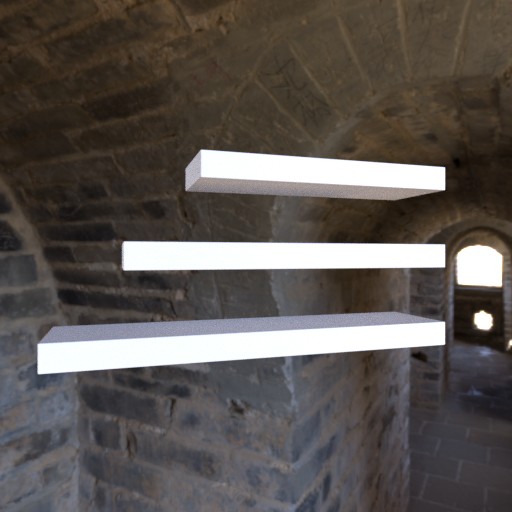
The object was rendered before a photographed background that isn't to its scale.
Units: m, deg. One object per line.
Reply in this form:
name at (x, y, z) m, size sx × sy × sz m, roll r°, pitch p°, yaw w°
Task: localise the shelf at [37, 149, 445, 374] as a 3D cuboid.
shelf at (0.000, 0.000, 0.705) m, size 0.610 × 0.293 × 0.140 m, roll 0°, pitch 0°, yaw -17°
